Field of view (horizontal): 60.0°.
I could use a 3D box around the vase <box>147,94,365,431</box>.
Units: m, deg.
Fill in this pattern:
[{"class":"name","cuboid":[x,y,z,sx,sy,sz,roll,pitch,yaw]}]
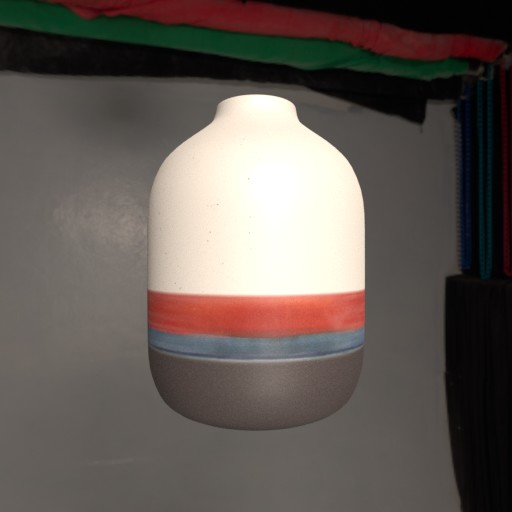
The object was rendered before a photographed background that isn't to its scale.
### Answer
[{"class":"vase","cuboid":[0.000,0.000,0.355,0.169,0.237,0.169,0,0,0]}]
